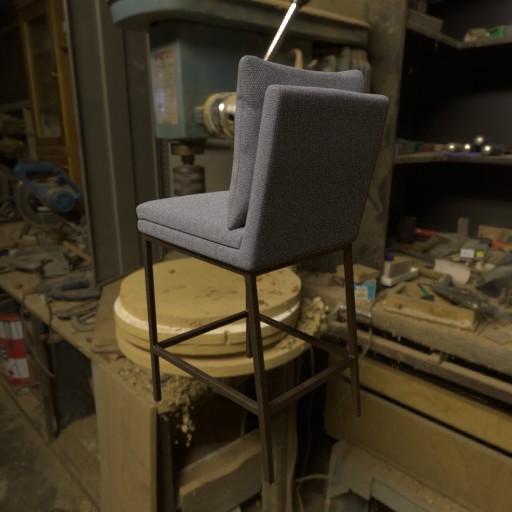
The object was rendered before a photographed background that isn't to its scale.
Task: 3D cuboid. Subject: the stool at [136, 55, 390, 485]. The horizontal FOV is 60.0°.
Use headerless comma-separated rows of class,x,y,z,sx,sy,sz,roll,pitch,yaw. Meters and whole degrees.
stool,0.000,0.000,1.319,0.463,1.031,0.569,-15,22,-42
